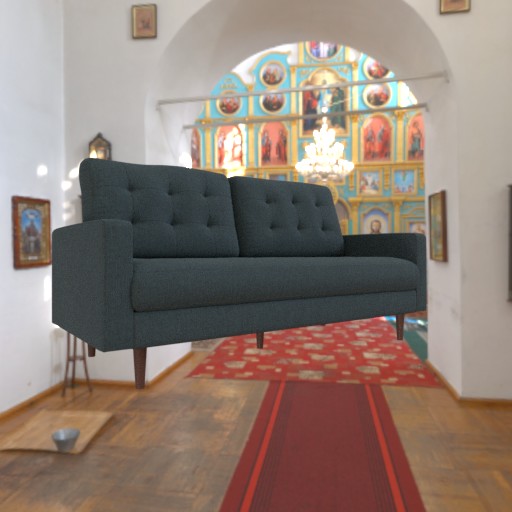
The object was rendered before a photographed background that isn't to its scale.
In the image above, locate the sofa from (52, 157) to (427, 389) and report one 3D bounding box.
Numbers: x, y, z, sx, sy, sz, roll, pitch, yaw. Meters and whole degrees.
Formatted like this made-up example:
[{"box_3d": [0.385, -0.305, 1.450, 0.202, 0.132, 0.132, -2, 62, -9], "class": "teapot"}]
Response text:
[{"box_3d": [0.000, 0.000, 2.554, 2.010, 1.050, 0.966, 0, 0, -36], "class": "sofa"}]
